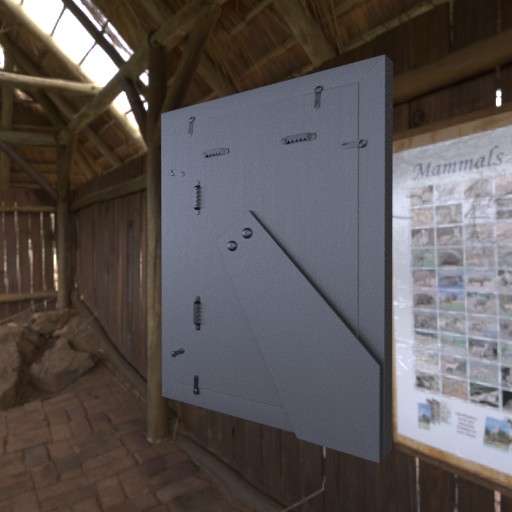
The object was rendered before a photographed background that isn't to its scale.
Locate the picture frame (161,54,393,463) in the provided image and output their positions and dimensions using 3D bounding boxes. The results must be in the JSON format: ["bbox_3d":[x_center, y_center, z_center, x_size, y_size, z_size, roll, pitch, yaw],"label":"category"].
[{"bbox_3d":[0.000,0.000,0.513,0.307,0.383,0.036,0,1,36],"label":"picture frame"}]
